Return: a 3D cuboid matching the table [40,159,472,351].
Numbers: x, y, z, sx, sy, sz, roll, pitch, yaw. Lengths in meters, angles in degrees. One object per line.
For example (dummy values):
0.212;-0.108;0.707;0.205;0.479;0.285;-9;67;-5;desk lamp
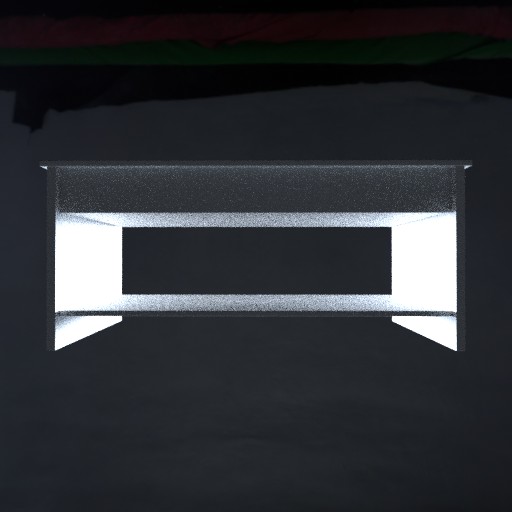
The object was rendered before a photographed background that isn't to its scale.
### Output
0.000;0.000;1.272;1.000;0.441;0.500;0;0;0;table
